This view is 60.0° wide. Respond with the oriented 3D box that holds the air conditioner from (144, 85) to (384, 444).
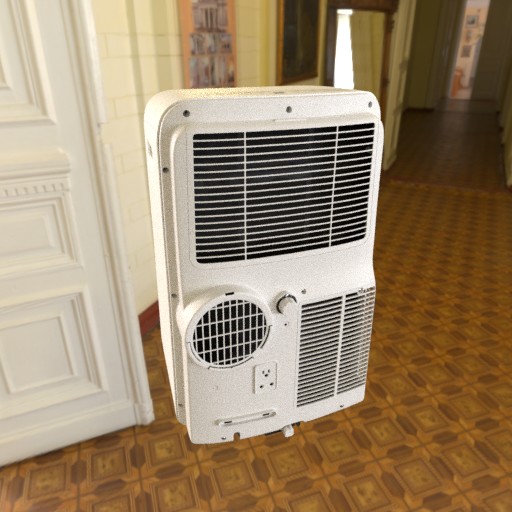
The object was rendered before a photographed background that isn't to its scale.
[{"bbox_3d":[0.000,0.000,1.067,0.478,0.765,0.467,-9,27,-17],"label":"air conditioner"}]
